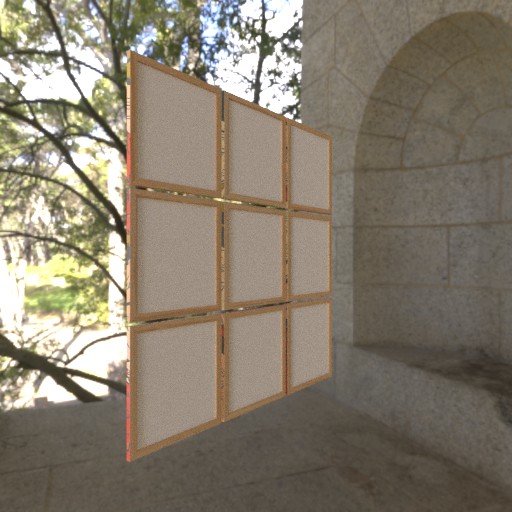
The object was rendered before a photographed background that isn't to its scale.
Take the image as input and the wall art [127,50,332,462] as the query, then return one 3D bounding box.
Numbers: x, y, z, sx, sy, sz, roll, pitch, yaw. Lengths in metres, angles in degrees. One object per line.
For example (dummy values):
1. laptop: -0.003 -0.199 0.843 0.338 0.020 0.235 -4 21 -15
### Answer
1. wall art: 0.000 0.000 1.337 0.013 0.913 0.904 0 0 39
